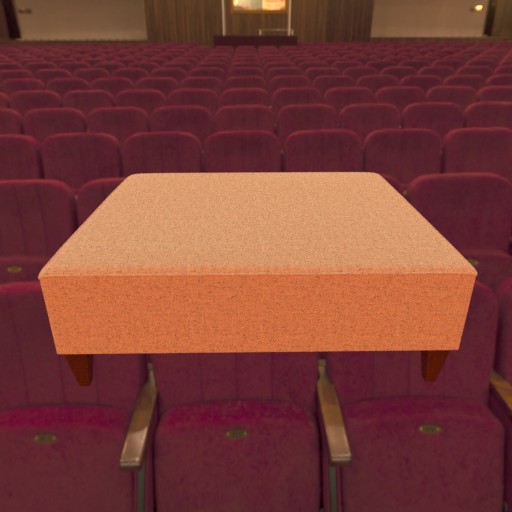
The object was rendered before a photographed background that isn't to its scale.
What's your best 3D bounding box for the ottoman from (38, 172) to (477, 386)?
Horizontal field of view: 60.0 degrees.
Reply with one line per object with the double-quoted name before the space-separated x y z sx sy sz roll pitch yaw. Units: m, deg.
"ottoman" 0.000 0.000 1.222 0.835 0.303 0.736 0 25 -1
